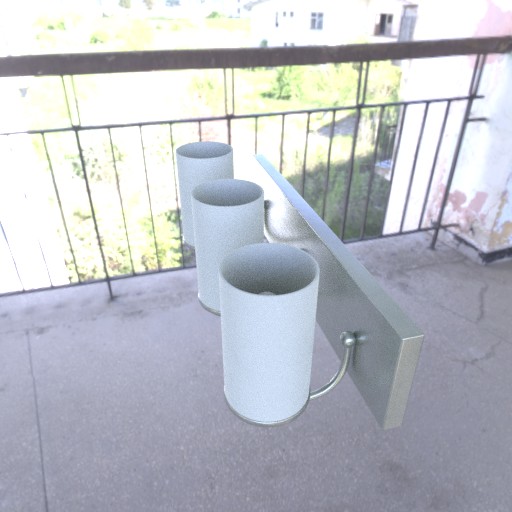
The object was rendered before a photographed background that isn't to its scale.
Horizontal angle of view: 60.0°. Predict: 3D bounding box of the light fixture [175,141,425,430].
[{"bbox_3d":[0.000,0.000,0.531,0.145,0.172,0.451,-8,32,-13],"label":"light fixture"}]
